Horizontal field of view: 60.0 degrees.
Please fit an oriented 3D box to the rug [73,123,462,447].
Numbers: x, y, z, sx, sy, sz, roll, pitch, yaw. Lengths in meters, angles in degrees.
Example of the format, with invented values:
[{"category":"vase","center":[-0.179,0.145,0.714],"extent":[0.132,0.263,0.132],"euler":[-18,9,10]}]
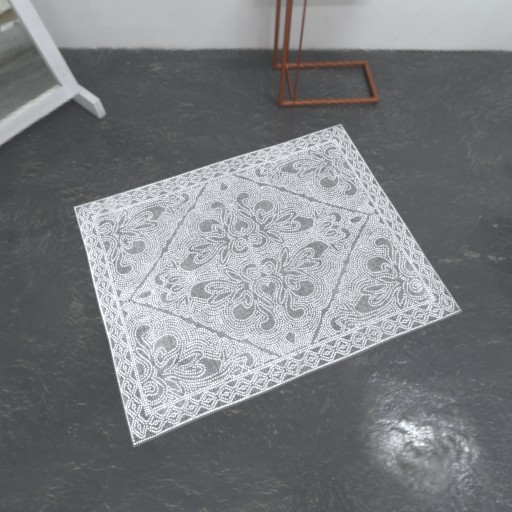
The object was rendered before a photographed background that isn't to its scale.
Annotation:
[{"category":"rug","center":[0.000,0.000,4.230],"extent":[3.048,0.012,2.438],"euler":[-19,64,-10]}]
